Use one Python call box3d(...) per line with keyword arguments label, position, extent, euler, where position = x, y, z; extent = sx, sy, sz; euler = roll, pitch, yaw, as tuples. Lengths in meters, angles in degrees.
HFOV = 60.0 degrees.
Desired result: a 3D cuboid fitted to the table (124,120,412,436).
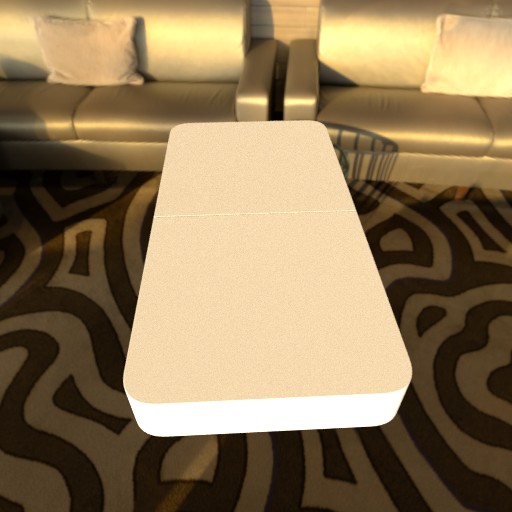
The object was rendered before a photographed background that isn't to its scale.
box3d(label="table", position=(0.000, 0.000, 1.428), extent=(0.600, 0.340, 1.200), euler=(-2, 43, -2))
